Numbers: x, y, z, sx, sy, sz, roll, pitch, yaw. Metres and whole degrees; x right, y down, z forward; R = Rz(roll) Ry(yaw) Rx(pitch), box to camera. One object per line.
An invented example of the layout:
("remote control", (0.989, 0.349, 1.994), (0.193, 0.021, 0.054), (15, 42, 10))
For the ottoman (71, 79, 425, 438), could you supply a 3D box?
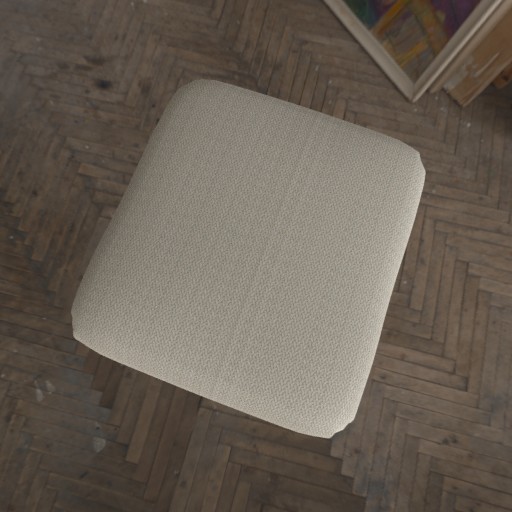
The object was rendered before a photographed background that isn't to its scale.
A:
("ottoman", (0.000, 0.000, 1.091), (0.622, 0.447, 0.684), (20, 76, 5))
